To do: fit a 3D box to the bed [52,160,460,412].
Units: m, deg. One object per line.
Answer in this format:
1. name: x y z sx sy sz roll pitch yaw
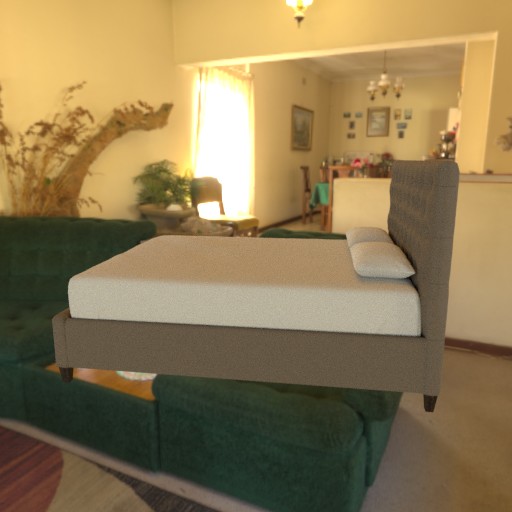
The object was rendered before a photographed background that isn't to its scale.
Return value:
1. bed: 0.000 0.000 3.377 2.387 1.427 1.698 2 12 9
